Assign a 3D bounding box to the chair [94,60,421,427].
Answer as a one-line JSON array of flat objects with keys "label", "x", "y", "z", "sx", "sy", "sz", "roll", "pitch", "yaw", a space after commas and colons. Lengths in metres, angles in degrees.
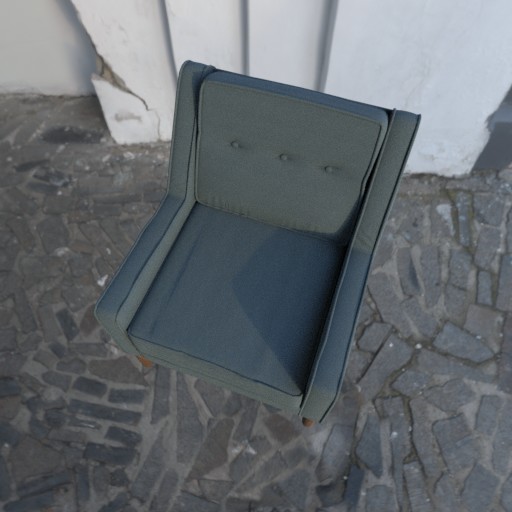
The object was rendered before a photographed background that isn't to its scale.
[{"label": "chair", "x": 0.000, "y": 0.000, "z": 1.322, "sx": 0.663, "sy": 0.780, "sz": 0.733, "roll": 17, "pitch": 61, "yaw": 10}]
